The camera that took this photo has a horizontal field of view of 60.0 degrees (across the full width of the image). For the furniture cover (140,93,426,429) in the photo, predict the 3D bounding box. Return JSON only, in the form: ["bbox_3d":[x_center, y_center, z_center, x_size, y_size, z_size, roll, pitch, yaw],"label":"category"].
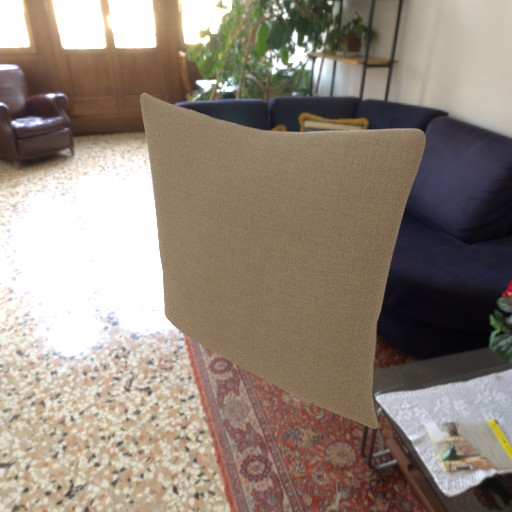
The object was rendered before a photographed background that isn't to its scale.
[{"bbox_3d":[0.000,0.000,0.644,0.435,0.420,0.145,20,35,32],"label":"furniture cover"}]
